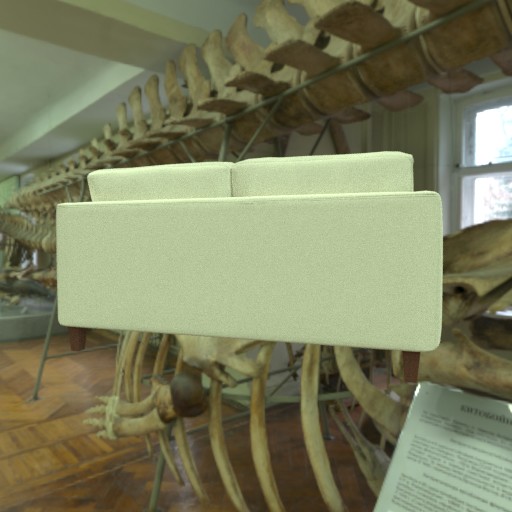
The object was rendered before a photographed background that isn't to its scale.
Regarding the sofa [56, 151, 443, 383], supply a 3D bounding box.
[{"bbox_3d":[0.000,0.000,2.264,1.702,0.888,0.964,1,2,18],"label":"sofa"}]
